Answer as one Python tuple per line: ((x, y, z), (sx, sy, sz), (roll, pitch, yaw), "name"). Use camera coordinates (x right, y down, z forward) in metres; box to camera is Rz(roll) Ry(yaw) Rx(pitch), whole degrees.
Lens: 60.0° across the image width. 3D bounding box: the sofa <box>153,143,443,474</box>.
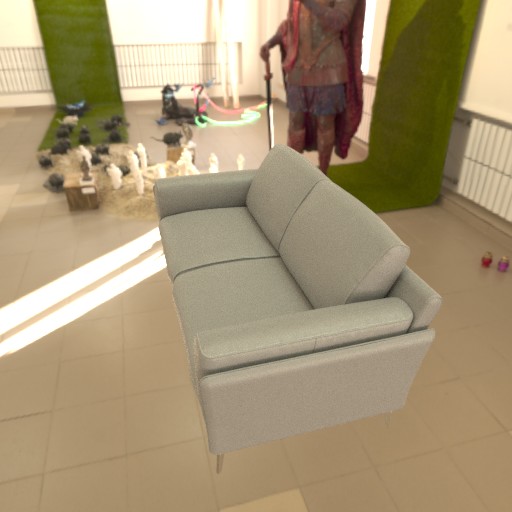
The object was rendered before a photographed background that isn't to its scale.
((0.000, 0.000, 2.666), (1.049, 0.930, 2.101), (-8, 31, -14), "sofa")
